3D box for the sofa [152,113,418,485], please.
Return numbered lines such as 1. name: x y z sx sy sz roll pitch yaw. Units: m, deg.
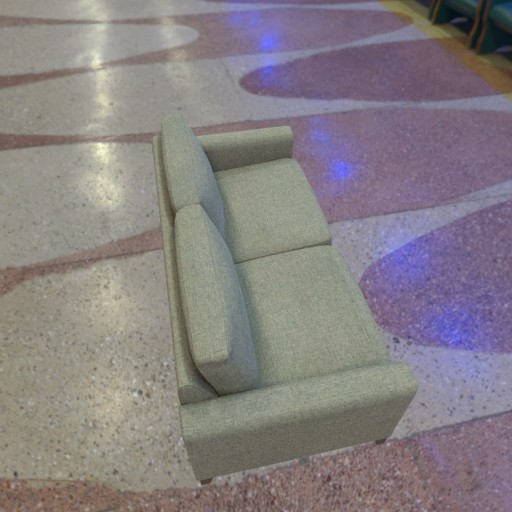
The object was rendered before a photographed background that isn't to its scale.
1. sofa: 0.000 0.000 2.435 0.969 0.892 1.978 -9 48 -8
